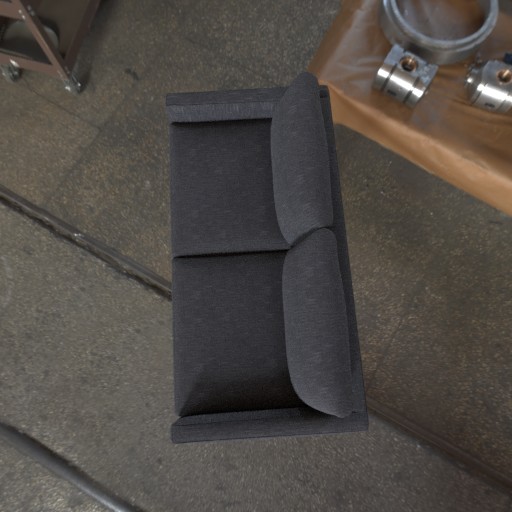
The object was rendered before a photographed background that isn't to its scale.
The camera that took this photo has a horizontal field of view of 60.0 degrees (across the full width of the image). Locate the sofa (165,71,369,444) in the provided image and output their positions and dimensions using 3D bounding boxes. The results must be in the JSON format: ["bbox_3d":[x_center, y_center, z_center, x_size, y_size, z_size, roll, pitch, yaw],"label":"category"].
[{"bbox_3d":[0.000,0.000,2.262,0.866,0.862,1.716,-4,76,-1],"label":"sofa"}]
